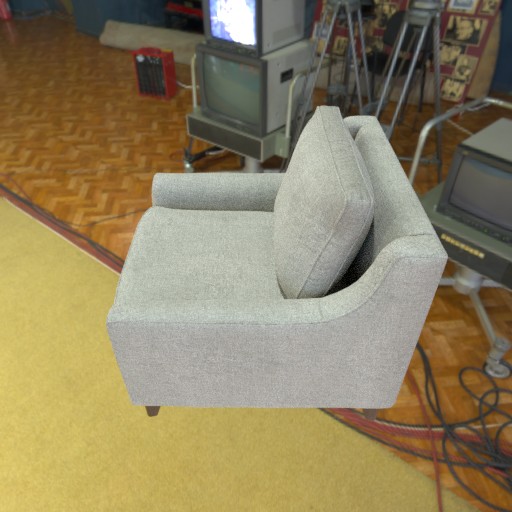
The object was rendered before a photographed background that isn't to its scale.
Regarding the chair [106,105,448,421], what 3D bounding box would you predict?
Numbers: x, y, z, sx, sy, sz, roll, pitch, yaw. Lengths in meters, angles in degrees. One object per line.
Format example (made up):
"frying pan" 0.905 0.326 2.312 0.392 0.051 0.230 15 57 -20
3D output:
"chair" 0.000 0.000 1.571 0.918 0.864 0.838 0 40 0
